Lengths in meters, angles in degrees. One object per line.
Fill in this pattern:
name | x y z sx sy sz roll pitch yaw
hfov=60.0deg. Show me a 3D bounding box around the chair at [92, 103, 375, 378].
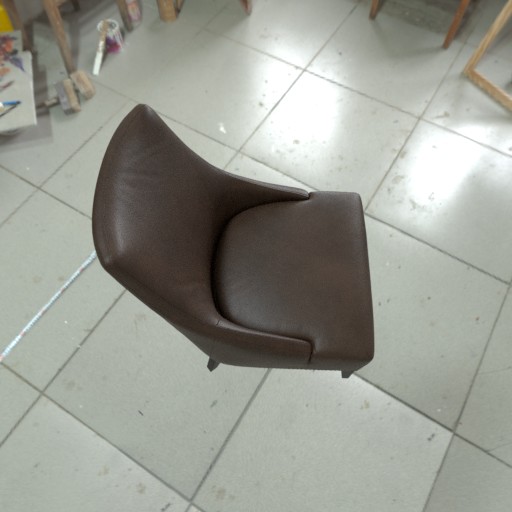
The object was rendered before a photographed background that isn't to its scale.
chair | 0.000 0.000 1.582 0.861 0.909 0.701 2 63 1
